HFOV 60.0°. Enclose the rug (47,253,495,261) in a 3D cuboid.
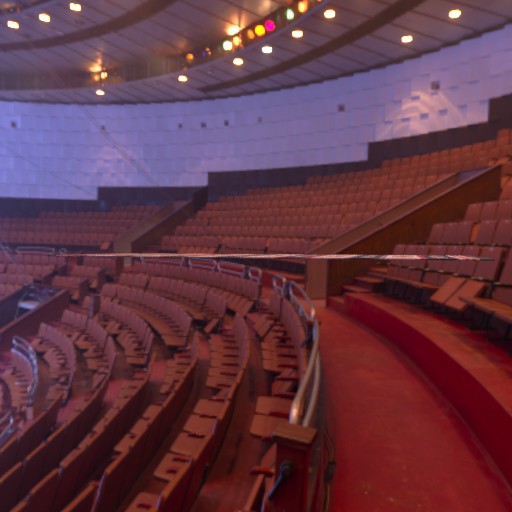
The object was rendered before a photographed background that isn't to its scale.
[{"bbox_3d":[0.000,0.000,2.670,2.440,0.009,0.760,0,1,19],"label":"rug"}]
